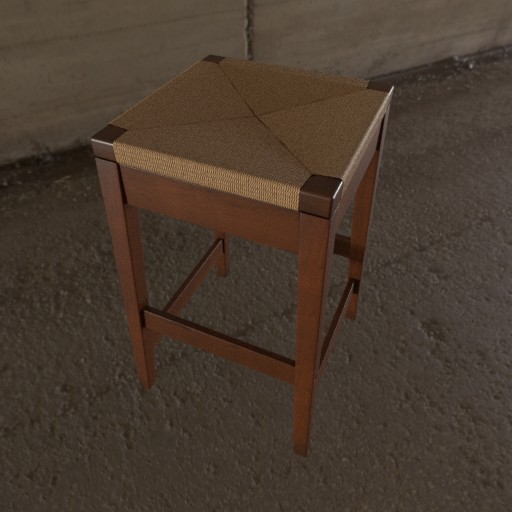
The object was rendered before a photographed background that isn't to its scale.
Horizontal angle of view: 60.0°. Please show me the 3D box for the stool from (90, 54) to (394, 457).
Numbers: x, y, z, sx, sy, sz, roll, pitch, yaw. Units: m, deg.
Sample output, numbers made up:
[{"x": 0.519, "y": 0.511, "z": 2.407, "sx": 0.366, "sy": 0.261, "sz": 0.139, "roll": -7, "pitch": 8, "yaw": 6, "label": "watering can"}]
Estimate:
[{"x": 0.000, "y": 0.000, "z": 1.085, "sx": 0.497, "sy": 0.762, "sz": 0.507, "roll": 17, "pitch": 46, "yaw": 17, "label": "stool"}]
